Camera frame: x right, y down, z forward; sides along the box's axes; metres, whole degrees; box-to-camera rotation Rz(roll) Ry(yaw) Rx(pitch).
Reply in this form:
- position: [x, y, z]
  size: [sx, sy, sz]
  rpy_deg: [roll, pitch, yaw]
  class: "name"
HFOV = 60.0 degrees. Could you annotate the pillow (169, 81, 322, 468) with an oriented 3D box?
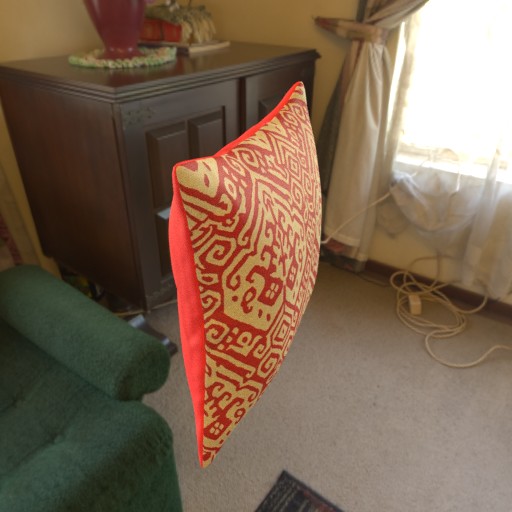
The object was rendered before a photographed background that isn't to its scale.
- position: [0.000, 0.000, 0.790]
  size: [0.192, 0.507, 0.522]
  rpy_deg: [10, 32, 16]
  class: "pillow"
